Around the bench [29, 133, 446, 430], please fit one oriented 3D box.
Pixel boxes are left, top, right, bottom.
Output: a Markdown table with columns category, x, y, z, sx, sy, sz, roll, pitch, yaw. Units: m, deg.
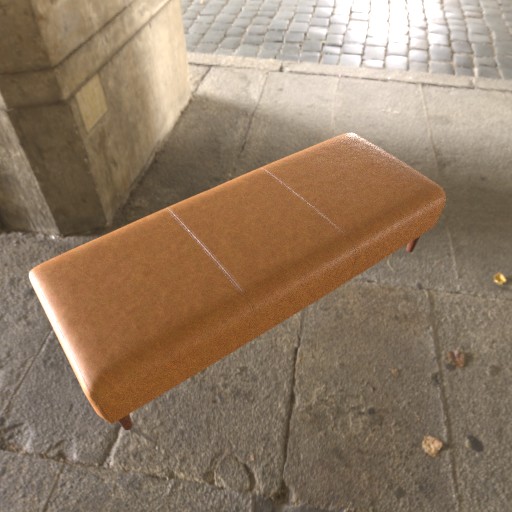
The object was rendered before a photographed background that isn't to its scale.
| category | x | y | z | sx | sy | sz | roll | pitch | yaw |
| --- | --- | --- | --- | --- | --- | --- | --- | --- | --- |
| bench | 0.000 | 0.000 | 1.863 | 1.610 | 0.399 | 0.653 | -28 | 53 | -24 |
